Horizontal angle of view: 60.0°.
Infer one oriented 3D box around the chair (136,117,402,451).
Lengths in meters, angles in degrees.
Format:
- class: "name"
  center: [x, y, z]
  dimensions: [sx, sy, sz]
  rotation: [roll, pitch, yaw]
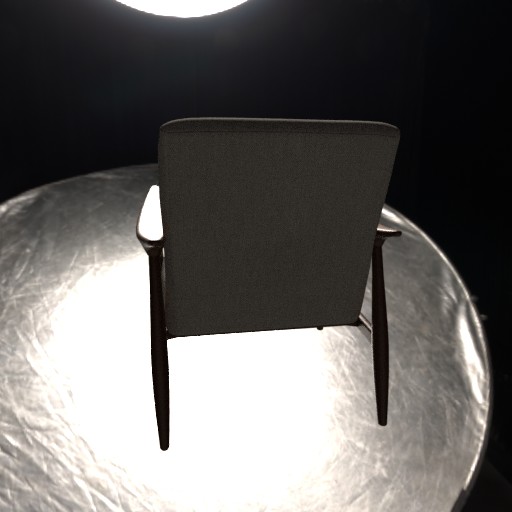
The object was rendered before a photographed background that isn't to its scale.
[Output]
- class: "chair"
  center: [0.000, 0.000, 1.447]
  dimensions: [0.741, 0.832, 0.798]
  rotation: [-3, 15, -9]
